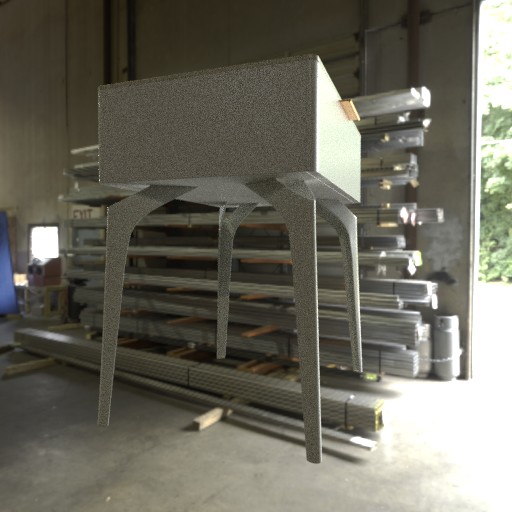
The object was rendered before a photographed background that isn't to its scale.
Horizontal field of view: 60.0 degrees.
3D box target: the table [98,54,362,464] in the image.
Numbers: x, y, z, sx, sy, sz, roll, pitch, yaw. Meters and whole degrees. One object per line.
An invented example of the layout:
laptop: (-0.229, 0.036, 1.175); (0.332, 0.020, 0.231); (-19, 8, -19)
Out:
table: (0.000, 0.000, 0.910); (0.400, 0.570, 0.500); (1, 1, 20)
